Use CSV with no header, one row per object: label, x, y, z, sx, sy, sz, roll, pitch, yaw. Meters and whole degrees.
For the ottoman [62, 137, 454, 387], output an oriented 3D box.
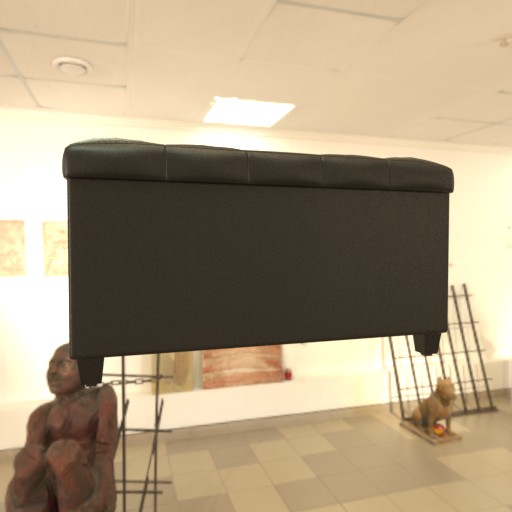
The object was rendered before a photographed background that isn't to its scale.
ottoman,0.000,0.000,1.095,0.838,0.470,0.432,-1,2,-17
